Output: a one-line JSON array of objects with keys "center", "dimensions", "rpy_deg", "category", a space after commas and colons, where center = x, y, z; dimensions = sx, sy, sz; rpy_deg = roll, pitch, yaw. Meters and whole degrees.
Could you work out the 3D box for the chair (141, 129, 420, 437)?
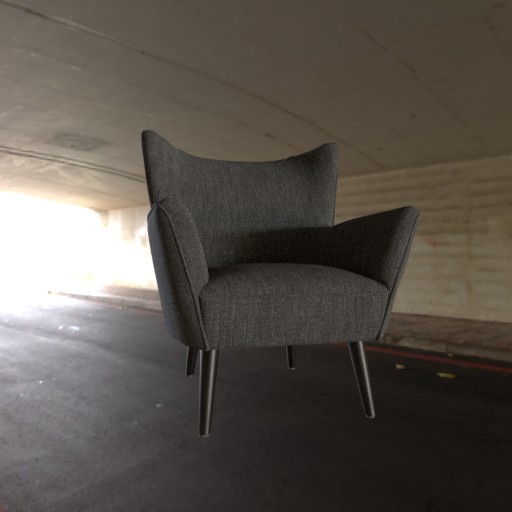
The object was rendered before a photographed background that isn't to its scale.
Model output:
[{"center": [0.000, 0.000, 1.571], "dimensions": [0.781, 0.933, 0.888], "rpy_deg": [0, 0, -16], "category": "chair"}]
